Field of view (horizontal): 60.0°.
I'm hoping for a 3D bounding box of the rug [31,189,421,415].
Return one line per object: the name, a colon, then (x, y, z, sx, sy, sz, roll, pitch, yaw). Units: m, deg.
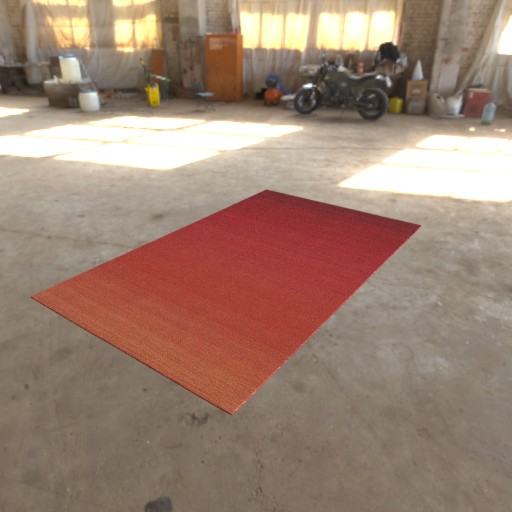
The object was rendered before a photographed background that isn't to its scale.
rug: (0.000, 0.000, 3.096, 1.531, 0.010, 2.442, 18, 32, 32)
